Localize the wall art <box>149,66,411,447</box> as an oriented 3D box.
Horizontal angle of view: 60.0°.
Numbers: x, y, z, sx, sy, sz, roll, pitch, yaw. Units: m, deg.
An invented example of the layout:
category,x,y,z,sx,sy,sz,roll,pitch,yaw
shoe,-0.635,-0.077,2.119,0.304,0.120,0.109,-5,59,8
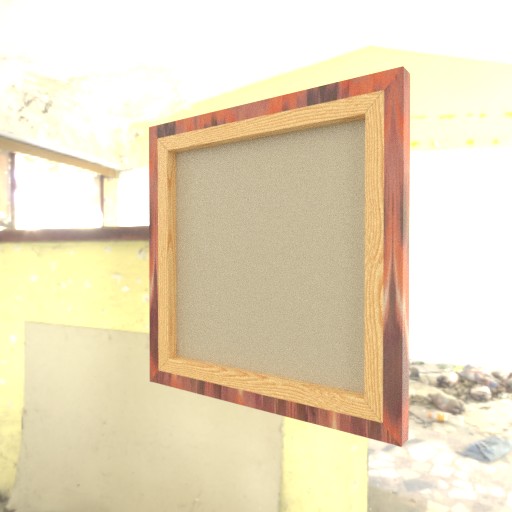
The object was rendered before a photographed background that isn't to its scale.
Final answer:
category,x,y,z,sx,sy,sz,roll,pitch,yaw
wall art,0.000,0.000,0.897,0.603,0.609,0.037,1,1,36
